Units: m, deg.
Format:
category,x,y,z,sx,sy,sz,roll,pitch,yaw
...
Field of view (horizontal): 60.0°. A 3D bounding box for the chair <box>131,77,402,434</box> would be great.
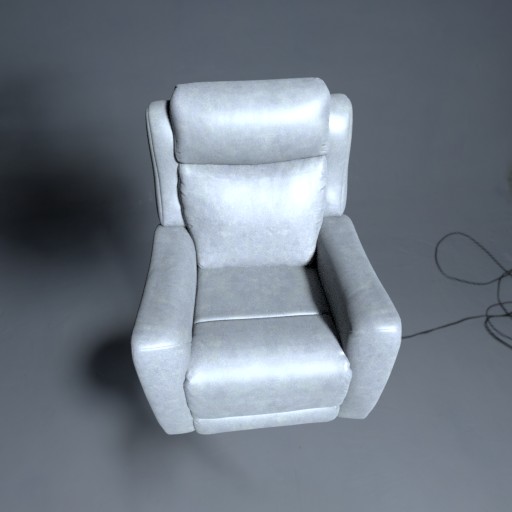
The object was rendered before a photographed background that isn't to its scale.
category,x,y,z,sx,sy,sz,roll,pitch,yaw
chair,0.000,0.000,1.870,0.967,1.116,1.068,-3,46,-3
